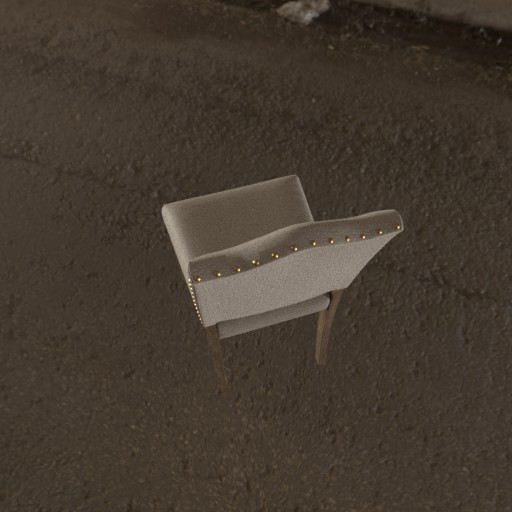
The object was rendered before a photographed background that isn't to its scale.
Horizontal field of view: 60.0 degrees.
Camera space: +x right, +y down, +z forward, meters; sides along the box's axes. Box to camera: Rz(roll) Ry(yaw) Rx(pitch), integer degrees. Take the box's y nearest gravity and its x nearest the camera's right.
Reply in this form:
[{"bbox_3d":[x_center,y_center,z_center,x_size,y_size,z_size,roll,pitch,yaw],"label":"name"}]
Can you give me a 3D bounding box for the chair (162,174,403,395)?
[{"bbox_3d":[0.000,0.000,1.389,0.508,1.020,0.620,-14,59,-9],"label":"chair"}]
